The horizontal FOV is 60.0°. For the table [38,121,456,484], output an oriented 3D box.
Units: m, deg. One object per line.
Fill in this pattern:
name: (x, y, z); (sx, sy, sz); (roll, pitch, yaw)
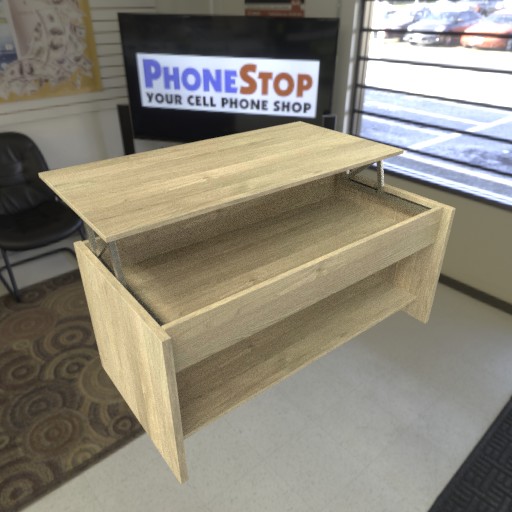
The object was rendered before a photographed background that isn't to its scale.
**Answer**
table: (0.000, 0.000, 1.412); (1.000, 0.570, 0.712); (-21, 36, -32)
